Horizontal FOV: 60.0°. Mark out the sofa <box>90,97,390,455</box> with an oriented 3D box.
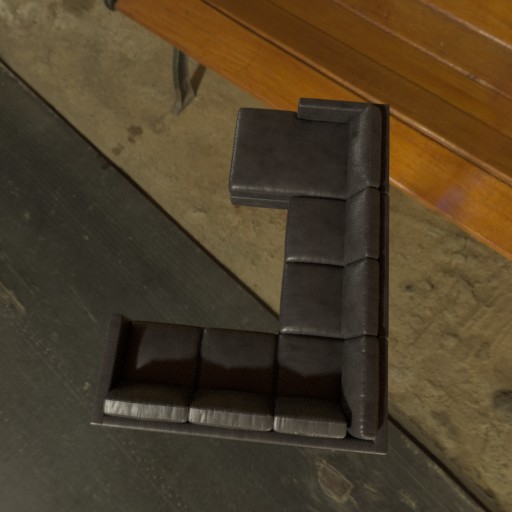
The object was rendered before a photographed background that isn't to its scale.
[{"bbox_3d":[0.000,0.000,4.365,2.452,0.891,3.324,5,73,2],"label":"sofa"}]
